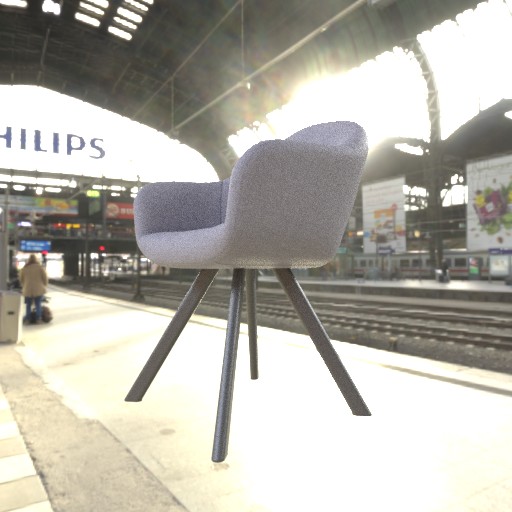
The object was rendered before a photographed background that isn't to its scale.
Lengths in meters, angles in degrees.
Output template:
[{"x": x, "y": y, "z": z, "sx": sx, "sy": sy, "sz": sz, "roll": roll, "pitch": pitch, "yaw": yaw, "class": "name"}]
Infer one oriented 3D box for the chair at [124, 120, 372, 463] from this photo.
[{"x": 0.000, "y": 0.000, "z": 1.200, "sx": 0.550, "sy": 0.795, "sz": 0.590, "roll": 1, "pitch": -2, "yaw": -36, "class": "chair"}]
